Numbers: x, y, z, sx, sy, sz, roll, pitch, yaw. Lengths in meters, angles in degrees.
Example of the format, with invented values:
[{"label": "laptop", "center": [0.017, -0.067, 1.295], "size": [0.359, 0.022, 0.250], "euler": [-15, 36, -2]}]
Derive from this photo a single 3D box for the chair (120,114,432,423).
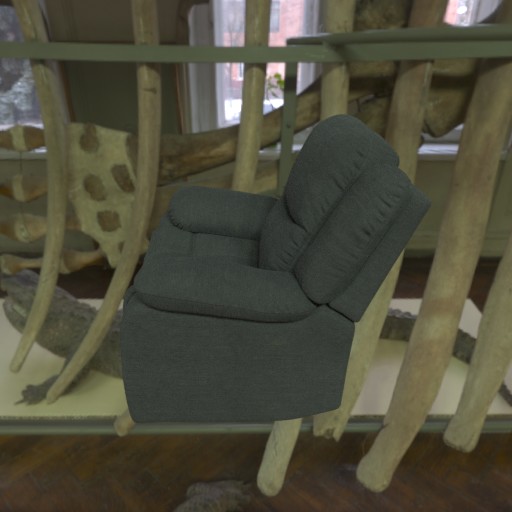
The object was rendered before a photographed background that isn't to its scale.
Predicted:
[{"label": "chair", "center": [0.000, 0.000, 1.703], "size": [0.944, 1.008, 0.899], "euler": [0, 27, -1]}]
